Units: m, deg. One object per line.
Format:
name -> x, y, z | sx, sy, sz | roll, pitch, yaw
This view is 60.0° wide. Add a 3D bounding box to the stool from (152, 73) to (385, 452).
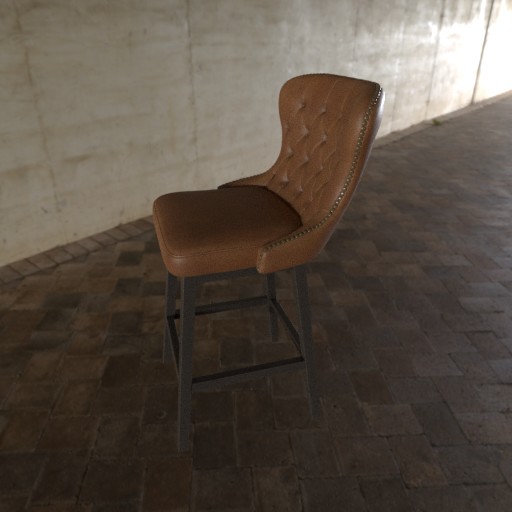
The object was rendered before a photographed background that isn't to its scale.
stool -> 0.000, 0.000, 1.312 | 0.593, 0.971, 0.528 | -8, 28, -15
